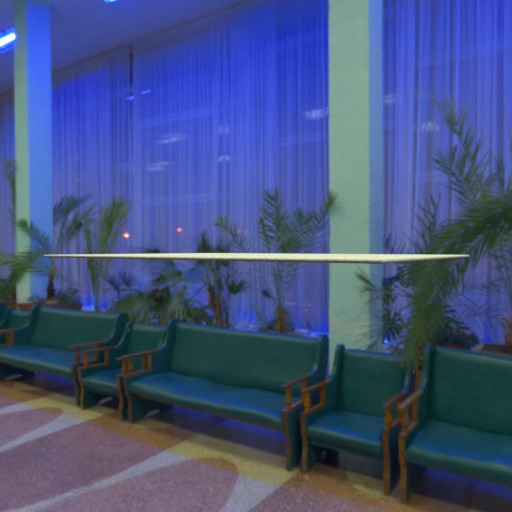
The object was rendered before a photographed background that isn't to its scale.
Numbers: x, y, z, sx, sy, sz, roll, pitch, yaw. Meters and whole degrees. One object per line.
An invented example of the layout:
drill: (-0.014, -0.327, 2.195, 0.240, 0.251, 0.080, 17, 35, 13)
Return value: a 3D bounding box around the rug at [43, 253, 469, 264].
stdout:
rug: (0.000, 0.000, 2.724, 2.132, 0.015, 1.526, 1, 1, 36)
